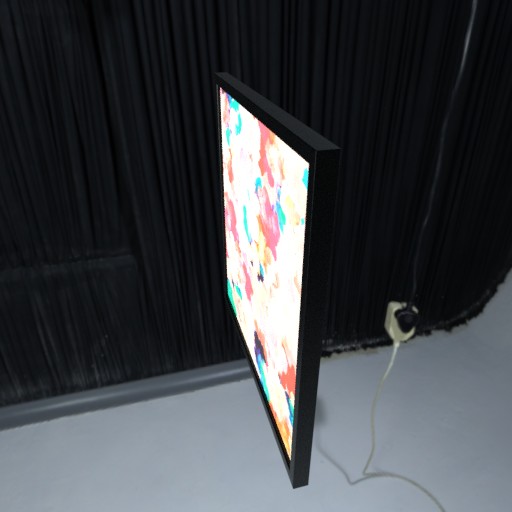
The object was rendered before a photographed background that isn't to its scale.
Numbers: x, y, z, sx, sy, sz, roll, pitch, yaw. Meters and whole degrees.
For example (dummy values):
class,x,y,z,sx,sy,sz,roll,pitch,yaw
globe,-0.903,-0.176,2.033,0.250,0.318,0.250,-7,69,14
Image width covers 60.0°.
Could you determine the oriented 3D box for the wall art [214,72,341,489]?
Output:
class,x,y,z,sx,sy,sz,roll,pitch,yaw
wall art,0.000,0.000,1.104,0.036,0.755,0.756,-8,31,-13
